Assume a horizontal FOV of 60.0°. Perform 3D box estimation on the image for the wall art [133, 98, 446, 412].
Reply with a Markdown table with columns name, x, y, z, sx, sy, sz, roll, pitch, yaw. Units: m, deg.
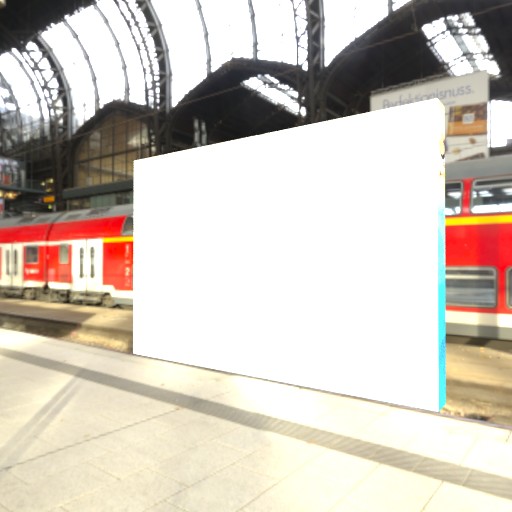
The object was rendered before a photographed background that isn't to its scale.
| name | x | y | z | sx | sy | sz | roll | pitch | yaw |
| --- | --- | --- | --- | --- | --- | --- | --- | --- | --- |
| wall art | 0.000 | 0.000 | 1.125 | 0.894 | 0.595 | 0.057 | 0 | -1 | 36 |
